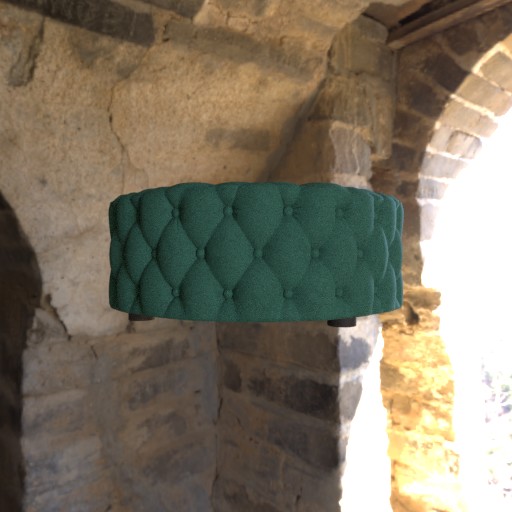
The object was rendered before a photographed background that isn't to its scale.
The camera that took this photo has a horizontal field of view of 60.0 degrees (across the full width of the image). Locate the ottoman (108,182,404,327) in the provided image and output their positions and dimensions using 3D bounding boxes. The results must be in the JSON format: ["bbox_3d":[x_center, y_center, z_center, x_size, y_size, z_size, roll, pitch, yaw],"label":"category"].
[{"bbox_3d":[0.000,0.000,1.570,0.998,0.399,0.998,0,0,0],"label":"ottoman"}]
